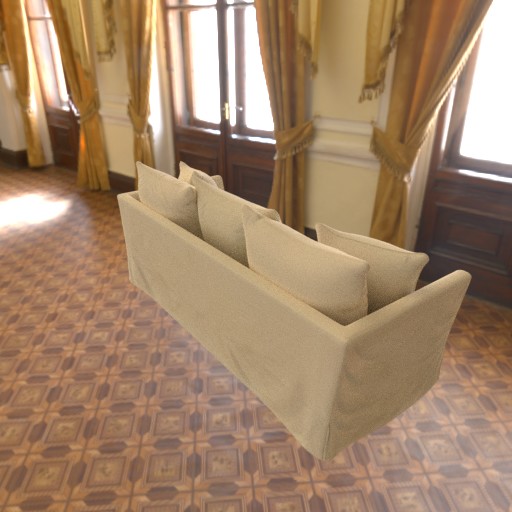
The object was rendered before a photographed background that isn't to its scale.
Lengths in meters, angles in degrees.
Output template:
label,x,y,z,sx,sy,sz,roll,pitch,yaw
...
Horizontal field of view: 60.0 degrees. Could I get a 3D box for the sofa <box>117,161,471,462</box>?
label,x,y,z,sx,sy,sz,roll,pitch,yaw
sofa,0.000,0.000,3.056,1.030,1.042,2.484,-18,31,-33
